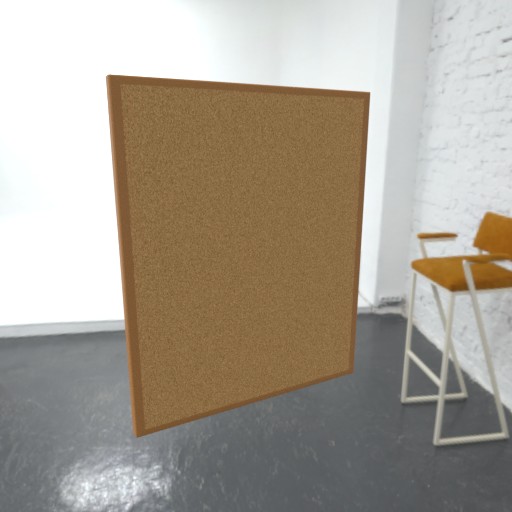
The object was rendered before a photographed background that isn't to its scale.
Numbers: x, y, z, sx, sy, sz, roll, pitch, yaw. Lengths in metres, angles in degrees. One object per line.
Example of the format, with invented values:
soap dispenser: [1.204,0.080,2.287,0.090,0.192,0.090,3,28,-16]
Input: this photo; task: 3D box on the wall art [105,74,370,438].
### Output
wall art: [0.000,0.000,0.763,0.452,0.553,0.022,-7,16,-27]
